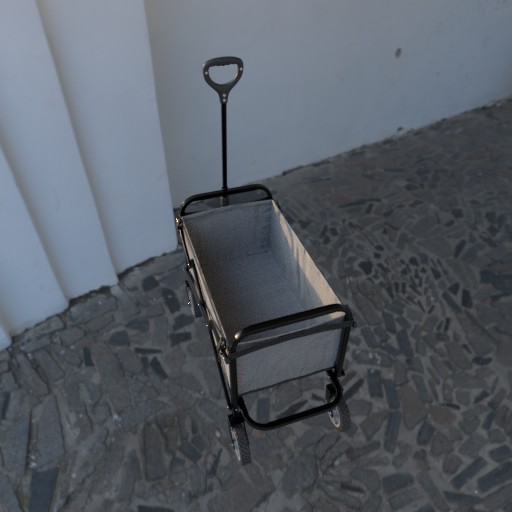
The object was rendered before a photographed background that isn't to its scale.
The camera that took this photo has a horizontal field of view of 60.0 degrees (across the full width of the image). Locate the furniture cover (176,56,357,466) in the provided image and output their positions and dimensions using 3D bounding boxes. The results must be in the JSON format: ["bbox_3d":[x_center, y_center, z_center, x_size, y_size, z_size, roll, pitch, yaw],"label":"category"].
[{"bbox_3d":[0.000,0.000,1.758,0.532,1.295,1.038,-13,42,-14],"label":"furniture cover"}]
